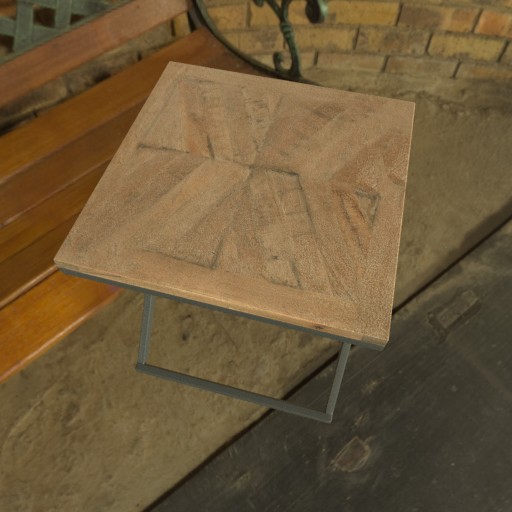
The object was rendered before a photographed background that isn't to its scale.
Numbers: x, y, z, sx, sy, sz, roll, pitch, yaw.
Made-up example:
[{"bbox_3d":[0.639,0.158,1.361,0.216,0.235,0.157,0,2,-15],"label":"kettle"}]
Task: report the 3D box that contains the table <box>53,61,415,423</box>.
[{"bbox_3d":[0.000,0.000,0.985,0.499,0.550,0.498,13,59,8],"label":"table"}]
